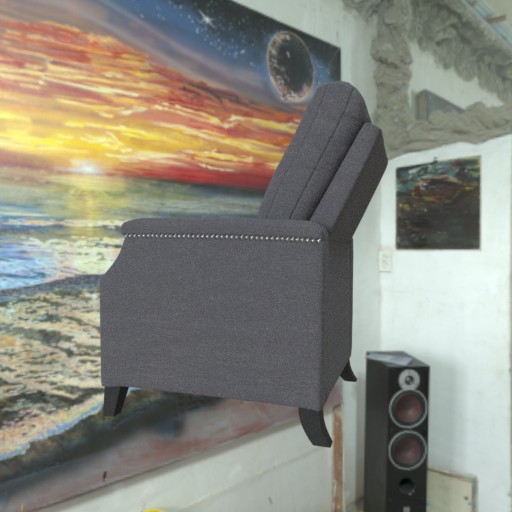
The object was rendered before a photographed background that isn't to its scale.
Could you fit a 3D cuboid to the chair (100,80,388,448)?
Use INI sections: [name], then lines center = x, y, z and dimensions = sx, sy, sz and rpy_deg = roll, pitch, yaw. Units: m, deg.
[chair]
center = 0.000, 0.000, 1.644
dimensions = 0.922, 1.049, 0.710
rpy_deg = 0, 1, 19
